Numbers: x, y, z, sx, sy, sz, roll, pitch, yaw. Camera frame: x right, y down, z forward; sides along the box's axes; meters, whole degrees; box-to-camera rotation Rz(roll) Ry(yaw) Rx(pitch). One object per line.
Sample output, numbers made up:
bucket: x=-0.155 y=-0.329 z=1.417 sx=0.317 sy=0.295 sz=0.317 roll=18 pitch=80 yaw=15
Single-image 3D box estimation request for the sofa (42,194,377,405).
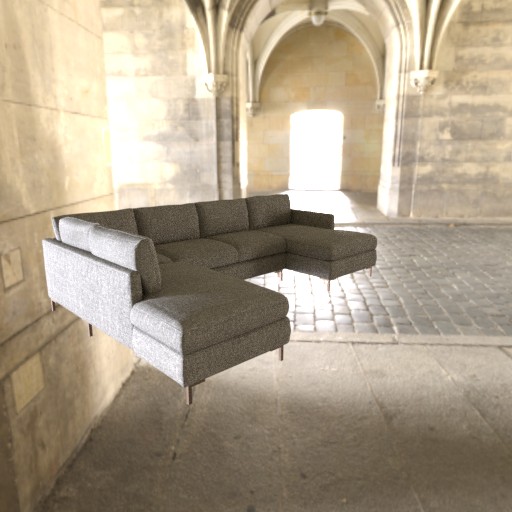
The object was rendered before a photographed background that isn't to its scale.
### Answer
sofa: x=0.000 y=0.000 z=3.612 sx=2.737 sy=0.756 sz=1.879 roll=-13 pitch=18 yaw=-42
